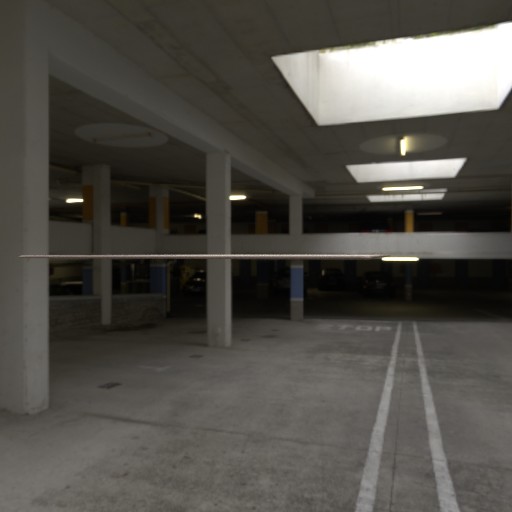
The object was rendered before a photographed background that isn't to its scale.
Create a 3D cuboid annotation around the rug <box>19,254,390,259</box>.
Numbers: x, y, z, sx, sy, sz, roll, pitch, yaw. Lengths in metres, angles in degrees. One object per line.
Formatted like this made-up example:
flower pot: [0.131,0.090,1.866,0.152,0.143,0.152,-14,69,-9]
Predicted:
rug: [0.000,0.000,2.716,1.517,0.013,2.115,0,0,19]
